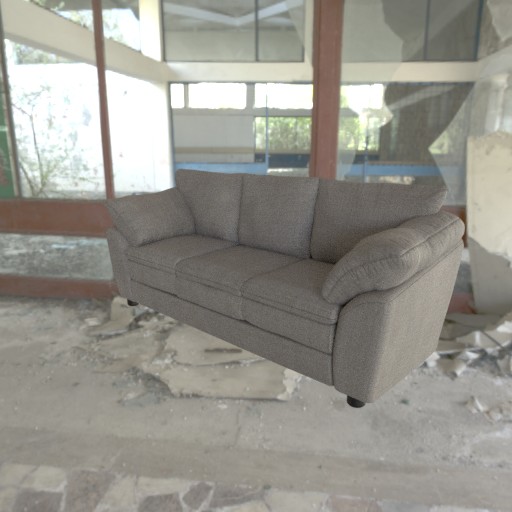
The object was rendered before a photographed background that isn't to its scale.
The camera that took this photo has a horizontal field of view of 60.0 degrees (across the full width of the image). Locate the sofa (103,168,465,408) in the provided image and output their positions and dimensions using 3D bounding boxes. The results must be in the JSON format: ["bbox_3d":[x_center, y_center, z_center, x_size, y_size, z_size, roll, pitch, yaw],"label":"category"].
[{"bbox_3d":[0.000,0.000,2.832,2.334,0.996,0.878,13,20,41],"label":"sofa"}]
